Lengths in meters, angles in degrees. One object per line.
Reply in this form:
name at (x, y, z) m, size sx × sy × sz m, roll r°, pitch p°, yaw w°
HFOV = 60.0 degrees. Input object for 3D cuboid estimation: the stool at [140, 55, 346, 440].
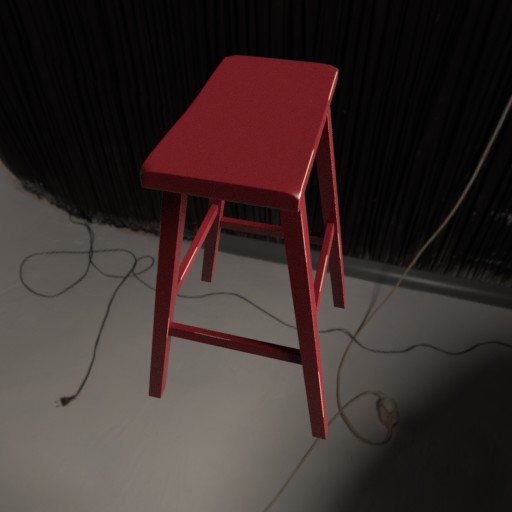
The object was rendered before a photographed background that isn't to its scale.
stool at (0.000, 0.000, 1.038) m, size 0.476 × 0.737 × 0.457 m, roll 10°, pitch 46°, yaw 10°
